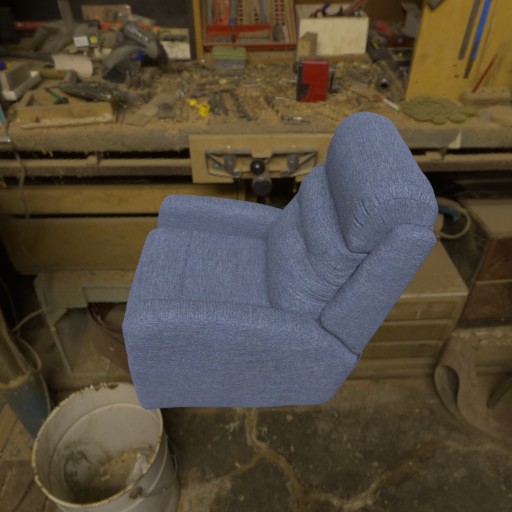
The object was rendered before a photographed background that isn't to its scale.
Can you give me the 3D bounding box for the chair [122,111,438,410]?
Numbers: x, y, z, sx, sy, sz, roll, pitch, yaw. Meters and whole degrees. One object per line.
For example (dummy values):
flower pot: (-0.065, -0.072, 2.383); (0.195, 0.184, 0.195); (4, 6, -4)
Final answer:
chair: (0.000, 0.000, 1.739); (1.043, 1.013, 0.798); (0, 41, 0)
